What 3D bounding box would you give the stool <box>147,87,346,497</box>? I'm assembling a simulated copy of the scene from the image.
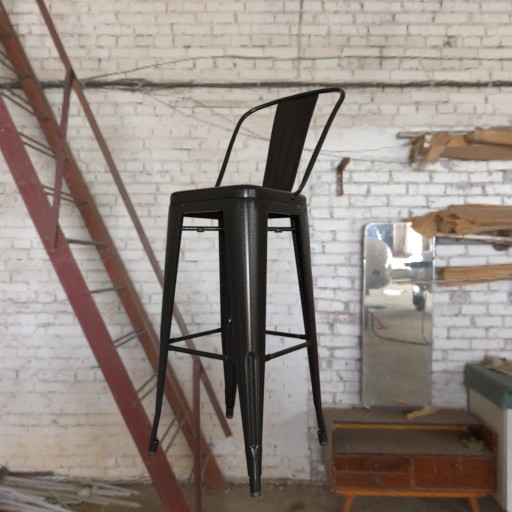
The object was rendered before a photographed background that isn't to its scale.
[{"bbox_3d":[0.000,0.000,1.309,0.399,1.096,0.513,1,1,36],"label":"stool"}]
